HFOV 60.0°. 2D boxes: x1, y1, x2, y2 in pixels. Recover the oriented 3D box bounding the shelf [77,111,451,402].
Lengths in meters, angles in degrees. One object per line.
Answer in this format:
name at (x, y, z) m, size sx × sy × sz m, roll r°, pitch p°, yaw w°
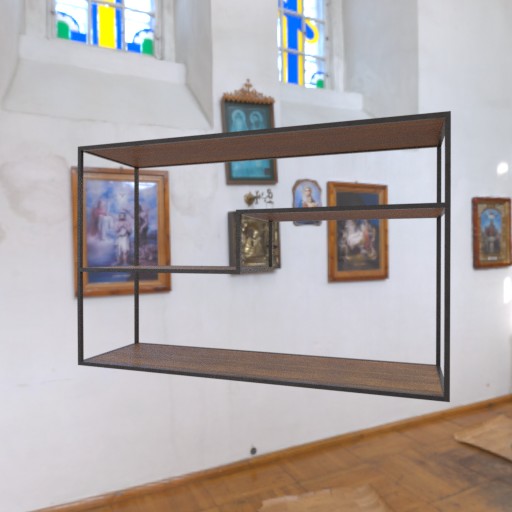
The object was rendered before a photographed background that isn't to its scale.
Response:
shelf at (0.000, 0.000, 1.527) m, size 1.201 × 0.765 × 0.361 m, roll 0°, pitch 0°, yaw 19°
